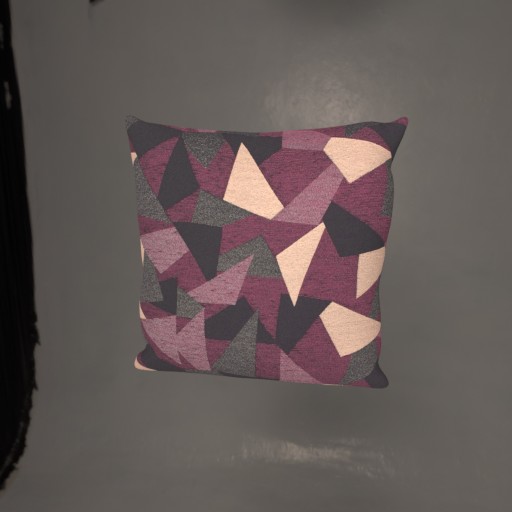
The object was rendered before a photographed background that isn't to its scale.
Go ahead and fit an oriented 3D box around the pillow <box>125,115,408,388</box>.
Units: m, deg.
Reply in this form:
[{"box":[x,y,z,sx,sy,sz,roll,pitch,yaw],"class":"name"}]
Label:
[{"box":[0.000,0.000,0.808,0.503,0.496,0.208,2,14,9],"class":"pillow"}]
